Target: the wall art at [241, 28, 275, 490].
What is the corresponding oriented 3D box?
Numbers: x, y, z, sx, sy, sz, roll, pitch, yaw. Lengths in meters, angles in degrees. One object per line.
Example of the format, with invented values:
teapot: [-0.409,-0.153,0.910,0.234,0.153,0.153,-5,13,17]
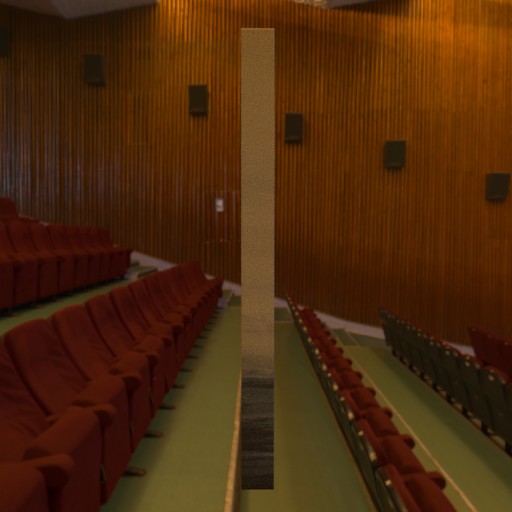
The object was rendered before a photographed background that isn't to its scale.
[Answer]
wall art: [0.000,0.000,0.708,0.037,0.511,0.435,0,2,0]
